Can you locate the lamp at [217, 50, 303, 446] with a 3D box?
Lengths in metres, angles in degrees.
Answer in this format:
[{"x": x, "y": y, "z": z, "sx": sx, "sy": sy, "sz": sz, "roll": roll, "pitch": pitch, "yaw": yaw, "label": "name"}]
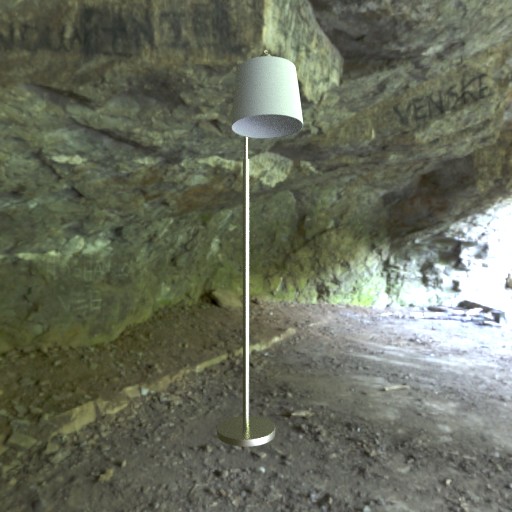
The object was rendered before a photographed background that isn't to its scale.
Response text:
[{"x": 0.000, "y": 0.000, "z": 1.704, "sx": 0.254, "sy": 1.478, "sz": 0.508, "roll": 0, "pitch": 1, "yaw": -19, "label": "lamp"}]
